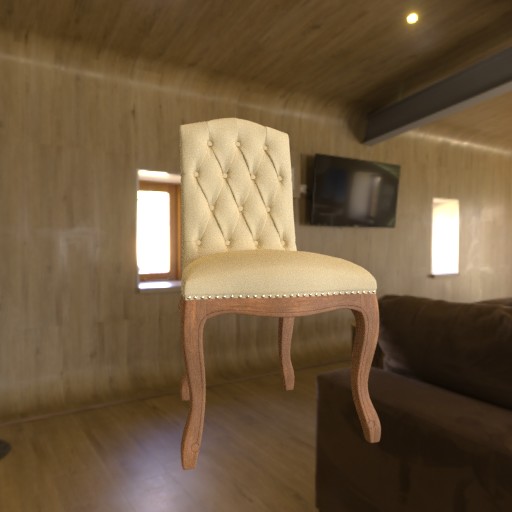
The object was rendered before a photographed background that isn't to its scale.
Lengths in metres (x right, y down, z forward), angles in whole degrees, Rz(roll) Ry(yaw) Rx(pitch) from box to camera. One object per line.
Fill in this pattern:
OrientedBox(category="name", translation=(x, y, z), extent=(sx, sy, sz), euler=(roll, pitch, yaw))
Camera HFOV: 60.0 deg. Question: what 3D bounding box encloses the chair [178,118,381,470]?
OrientedBox(category="chair", translation=(0.000, 0.000, 1.609), extent=(0.623, 1.165, 0.715), euler=(0, 1, -17))
